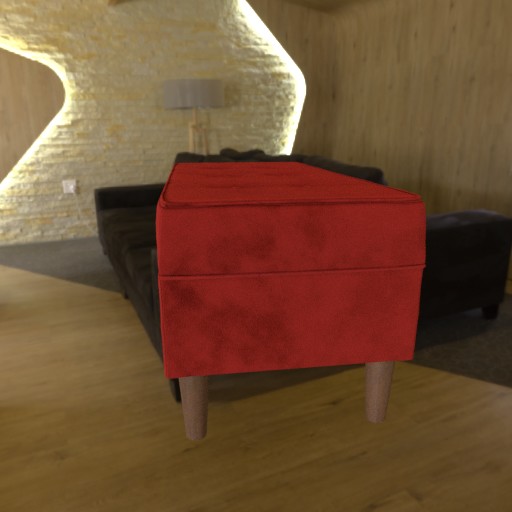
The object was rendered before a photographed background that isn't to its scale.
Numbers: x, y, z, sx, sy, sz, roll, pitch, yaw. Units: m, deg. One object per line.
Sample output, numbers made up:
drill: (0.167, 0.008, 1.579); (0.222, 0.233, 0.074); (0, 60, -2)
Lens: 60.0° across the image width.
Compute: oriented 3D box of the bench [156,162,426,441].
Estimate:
bench: (0.000, 0.000, 1.282); (0.492, 0.471, 1.016); (-2, 16, -8)
